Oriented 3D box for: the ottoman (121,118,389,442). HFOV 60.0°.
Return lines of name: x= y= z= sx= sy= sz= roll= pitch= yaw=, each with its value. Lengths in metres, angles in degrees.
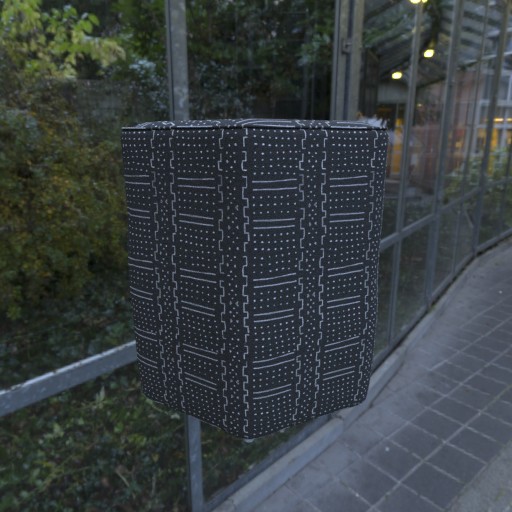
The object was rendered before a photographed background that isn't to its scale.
ottoman: x=0.000 y=0.000 z=0.876 sx=0.494 sy=0.502 sz=0.443 roll=-7 pitch=16 yaw=-26
